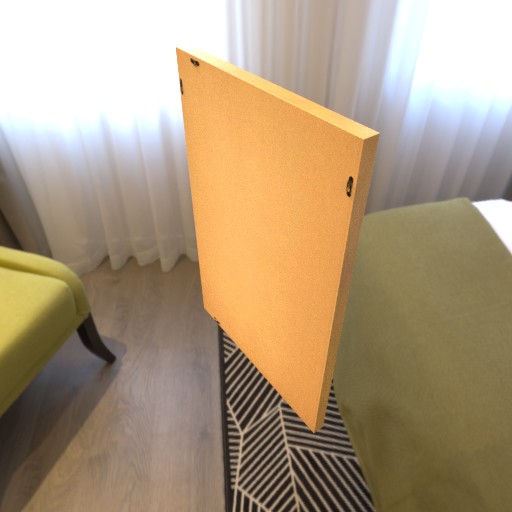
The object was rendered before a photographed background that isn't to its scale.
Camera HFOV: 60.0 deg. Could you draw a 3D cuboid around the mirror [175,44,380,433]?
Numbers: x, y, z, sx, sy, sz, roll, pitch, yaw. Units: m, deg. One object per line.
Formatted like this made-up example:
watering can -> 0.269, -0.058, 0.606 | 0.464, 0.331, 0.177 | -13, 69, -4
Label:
mirror -> 0.000, 0.000, 1.178 | 0.041, 0.915, 0.609 | -26, 47, -27
